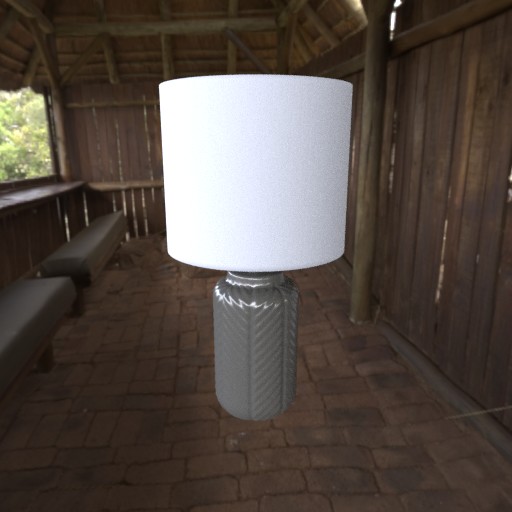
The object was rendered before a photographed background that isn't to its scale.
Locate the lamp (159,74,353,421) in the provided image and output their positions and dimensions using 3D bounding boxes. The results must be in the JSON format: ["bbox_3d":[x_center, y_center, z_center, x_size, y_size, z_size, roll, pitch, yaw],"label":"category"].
[{"bbox_3d":[0.000,0.000,0.523,0.203,0.389,0.203,-8,17,-27],"label":"lamp"}]
